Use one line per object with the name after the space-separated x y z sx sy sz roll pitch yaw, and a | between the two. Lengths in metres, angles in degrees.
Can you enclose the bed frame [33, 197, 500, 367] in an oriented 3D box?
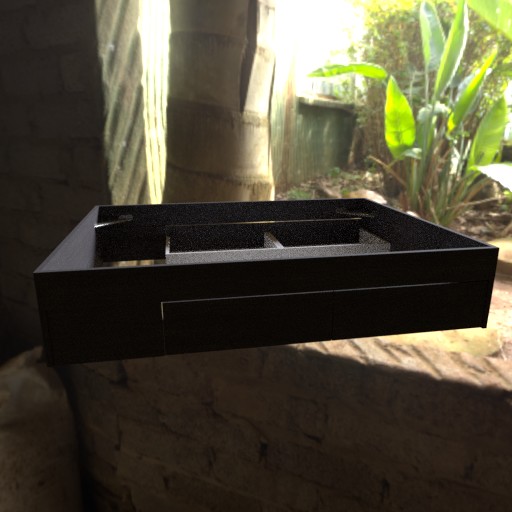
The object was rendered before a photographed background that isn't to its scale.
0.000 0.000 2.547 1.944 0.459 1.448 -3 17 -10 | bed frame
